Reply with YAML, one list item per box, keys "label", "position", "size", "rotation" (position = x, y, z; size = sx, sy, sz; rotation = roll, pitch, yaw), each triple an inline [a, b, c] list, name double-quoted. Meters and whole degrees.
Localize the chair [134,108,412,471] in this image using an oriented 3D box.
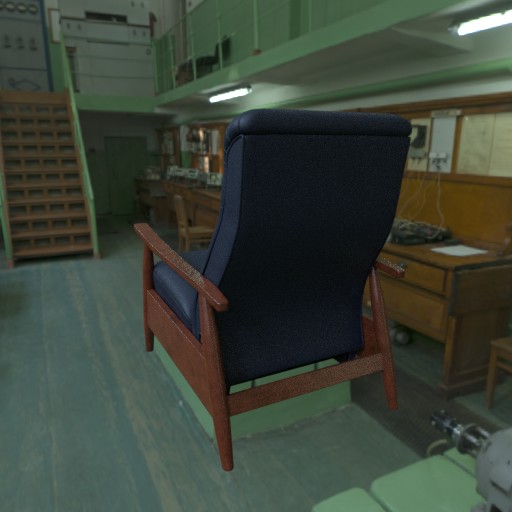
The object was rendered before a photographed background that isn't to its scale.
- label: "chair"
  position: [0.000, 0.000, 1.828]
  size: [0.762, 1.082, 1.014]
  rotation: [-7, 16, -27]
